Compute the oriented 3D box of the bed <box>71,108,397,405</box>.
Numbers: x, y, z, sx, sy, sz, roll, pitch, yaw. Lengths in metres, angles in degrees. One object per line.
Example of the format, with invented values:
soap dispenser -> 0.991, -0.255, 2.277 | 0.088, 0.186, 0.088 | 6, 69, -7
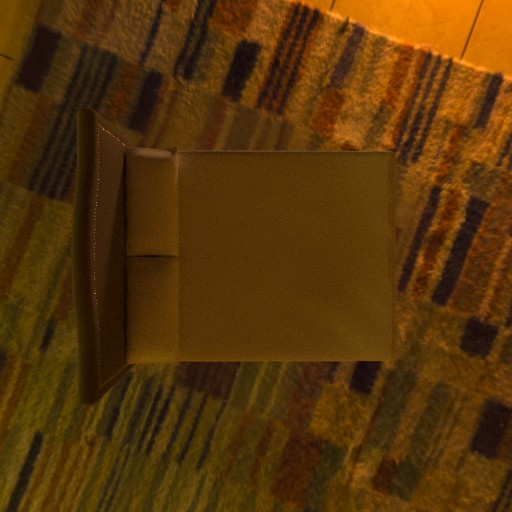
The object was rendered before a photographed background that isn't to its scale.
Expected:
bed -> 0.000, 0.000, 3.079 | 2.036, 1.387, 1.666 | 0, 91, 0
